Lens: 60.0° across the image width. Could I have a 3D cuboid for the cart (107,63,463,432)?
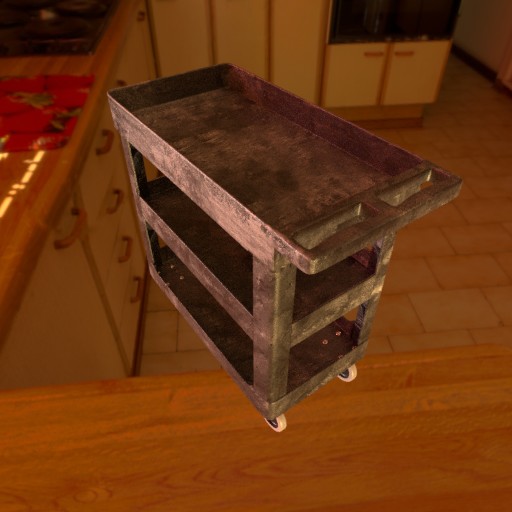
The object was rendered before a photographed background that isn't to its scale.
[{"bbox_3d":[0.000,0.000,1.339,0.420,0.824,0.877,-26,48,-26],"label":"cart"}]
